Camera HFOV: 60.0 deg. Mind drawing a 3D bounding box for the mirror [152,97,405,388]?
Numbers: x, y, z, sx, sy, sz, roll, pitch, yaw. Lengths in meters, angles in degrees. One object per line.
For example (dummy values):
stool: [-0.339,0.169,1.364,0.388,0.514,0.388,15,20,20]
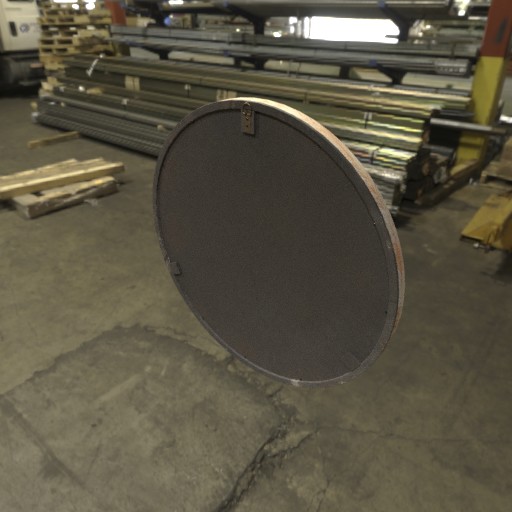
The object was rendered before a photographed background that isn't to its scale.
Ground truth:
mirror: [0.000,0.000,1.052,0.710,0.710,0.038,22,37,33]
